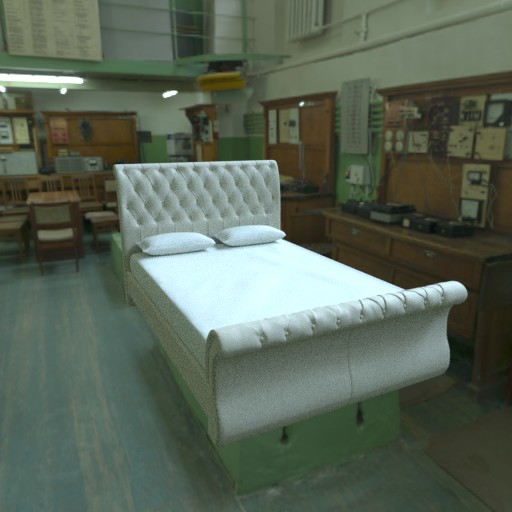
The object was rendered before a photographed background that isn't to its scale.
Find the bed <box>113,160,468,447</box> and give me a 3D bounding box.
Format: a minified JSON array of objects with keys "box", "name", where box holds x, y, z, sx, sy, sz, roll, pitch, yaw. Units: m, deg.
[{"box":[0.000,0.000,3.360,1.606,1.268,2.493,-8,17,-26],"name":"bed"}]
